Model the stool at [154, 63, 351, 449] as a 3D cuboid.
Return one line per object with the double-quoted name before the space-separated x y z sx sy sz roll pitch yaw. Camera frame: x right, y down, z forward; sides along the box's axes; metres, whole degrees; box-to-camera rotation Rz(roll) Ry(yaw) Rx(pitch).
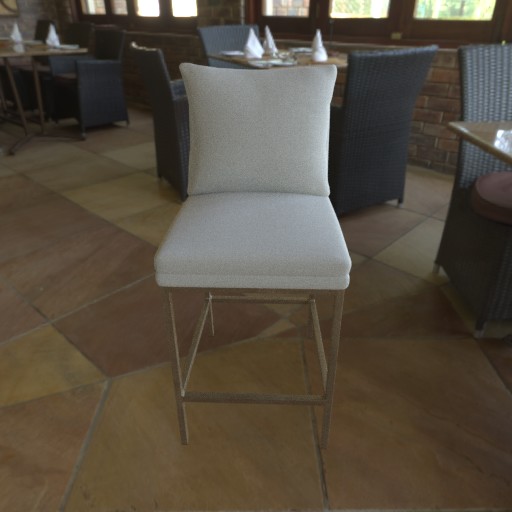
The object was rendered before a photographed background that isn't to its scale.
"stool" 0.000 0.000 1.331 0.463 1.032 0.572 1 29 2
